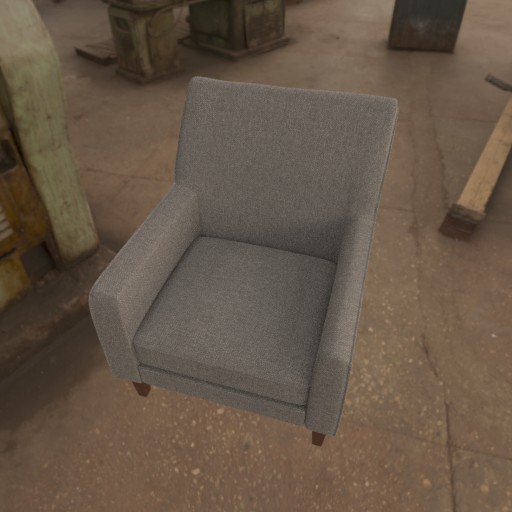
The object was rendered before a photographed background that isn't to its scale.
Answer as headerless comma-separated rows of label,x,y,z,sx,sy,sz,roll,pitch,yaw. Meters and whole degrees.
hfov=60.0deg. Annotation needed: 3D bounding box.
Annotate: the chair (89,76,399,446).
chair,0.000,0.000,1.585,0.780,0.919,0.899,11,43,12
